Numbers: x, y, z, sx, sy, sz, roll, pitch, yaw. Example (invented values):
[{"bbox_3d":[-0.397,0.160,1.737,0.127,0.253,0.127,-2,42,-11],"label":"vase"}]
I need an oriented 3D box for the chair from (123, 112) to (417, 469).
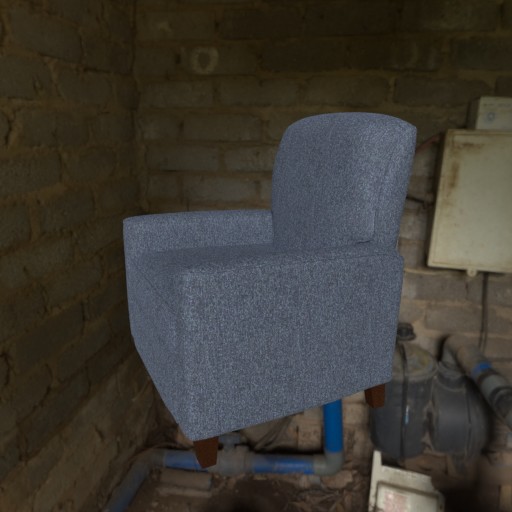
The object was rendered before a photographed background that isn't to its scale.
[{"bbox_3d":[0.000,0.000,1.631,0.850,1.016,0.839,-8,18,-26],"label":"chair"}]
